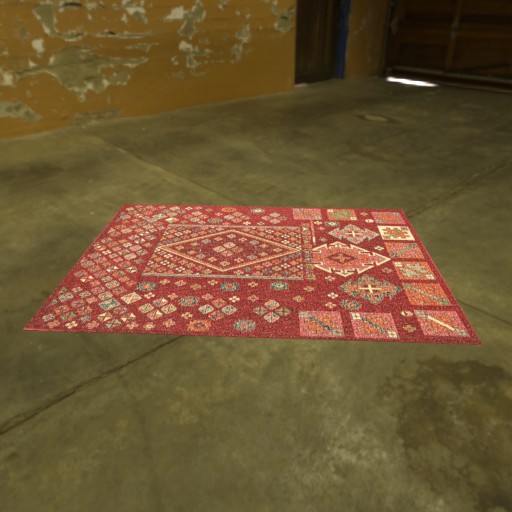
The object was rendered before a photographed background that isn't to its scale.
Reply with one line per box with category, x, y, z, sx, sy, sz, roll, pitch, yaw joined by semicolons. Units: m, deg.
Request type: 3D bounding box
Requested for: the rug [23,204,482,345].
rug;0.000;0.000;2.789;2.184;0.007;1.579;1;29;3
